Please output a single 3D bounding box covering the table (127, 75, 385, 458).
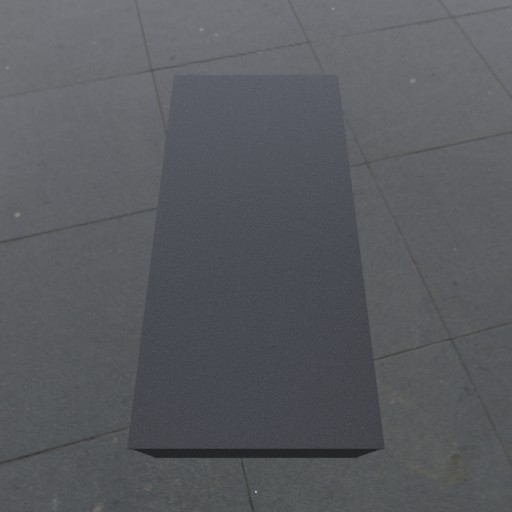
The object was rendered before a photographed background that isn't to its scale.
[{"bbox_3d":[0.000,0.000,1.336,0.550,0.400,1.100,0,62,0],"label":"table"}]
